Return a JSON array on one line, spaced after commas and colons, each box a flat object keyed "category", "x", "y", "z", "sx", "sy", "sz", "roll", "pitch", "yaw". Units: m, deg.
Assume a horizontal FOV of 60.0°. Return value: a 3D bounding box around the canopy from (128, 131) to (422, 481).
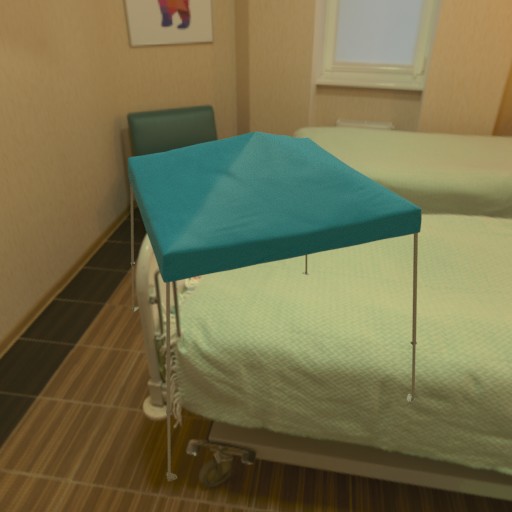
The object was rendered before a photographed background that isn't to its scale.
[{"category": "canopy", "x": 0.000, "y": 0.000, "z": 6.416, "sx": 3.599, "sy": 3.600, "sz": 3.600, "roll": -11, "pitch": 33, "yaw": -17}]
